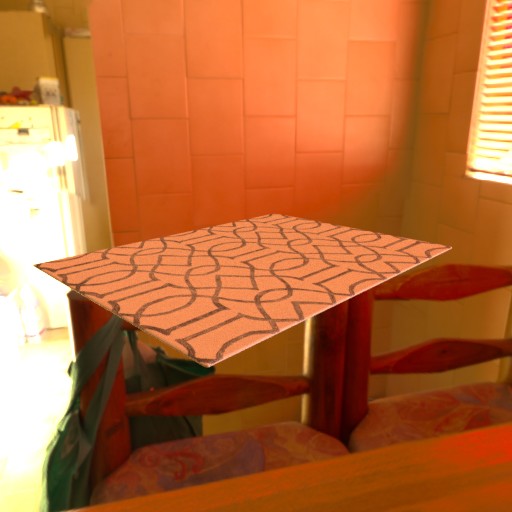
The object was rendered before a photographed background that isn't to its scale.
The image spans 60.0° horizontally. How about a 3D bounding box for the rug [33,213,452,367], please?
[{"bbox_3d":[0.000,0.000,3.828,2.211,0.021,2.910,16,23,42],"label":"rug"}]
